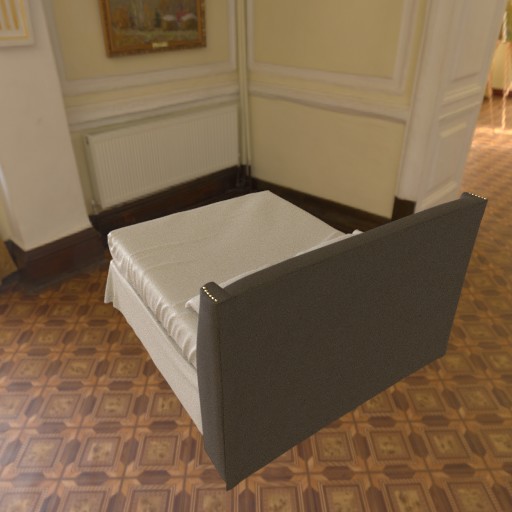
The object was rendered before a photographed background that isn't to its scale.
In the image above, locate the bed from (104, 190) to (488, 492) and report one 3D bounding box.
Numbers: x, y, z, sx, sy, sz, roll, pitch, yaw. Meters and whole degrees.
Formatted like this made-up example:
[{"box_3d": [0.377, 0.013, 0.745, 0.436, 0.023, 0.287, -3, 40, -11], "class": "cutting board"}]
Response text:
[{"box_3d": [0.000, 0.000, 3.359, 1.925, 1.332, 2.276, -19, 35, -29], "class": "bed"}]
